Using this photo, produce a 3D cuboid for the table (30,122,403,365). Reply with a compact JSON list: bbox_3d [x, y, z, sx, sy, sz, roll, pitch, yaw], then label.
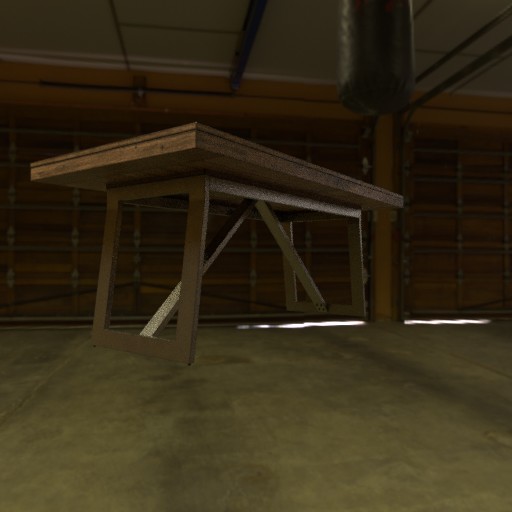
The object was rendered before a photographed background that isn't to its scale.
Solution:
[{"bbox_3d":[0.000,0.000,2.298,0.931,0.757,1.867,0,0,36],"label":"table"}]
